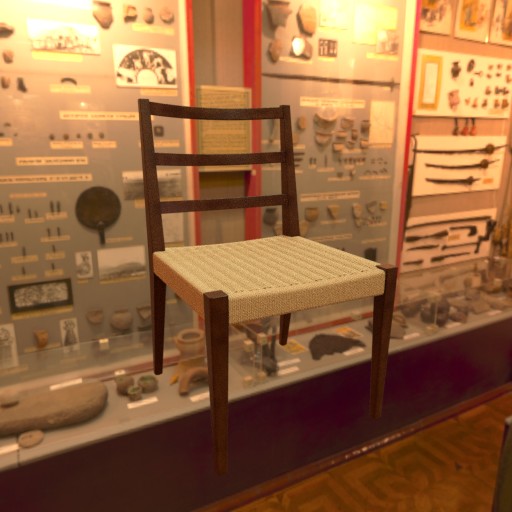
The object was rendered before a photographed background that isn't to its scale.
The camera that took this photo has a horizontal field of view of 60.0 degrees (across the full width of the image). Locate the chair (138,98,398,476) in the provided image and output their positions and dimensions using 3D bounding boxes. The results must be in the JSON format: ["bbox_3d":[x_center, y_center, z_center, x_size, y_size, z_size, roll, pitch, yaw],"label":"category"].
[{"bbox_3d":[0.000,0.000,1.184,0.480,0.813,0.551,-7,16,-26],"label":"chair"}]
